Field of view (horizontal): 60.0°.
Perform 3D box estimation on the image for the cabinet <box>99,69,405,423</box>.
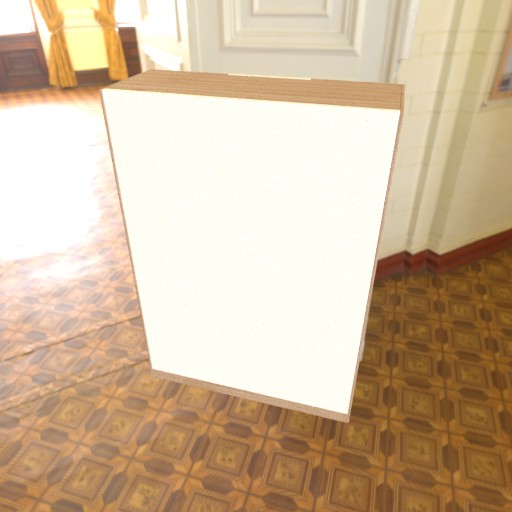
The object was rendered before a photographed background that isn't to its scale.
[{"bbox_3d":[0.000,0.000,2.899,1.500,2.120,0.590,9,34,14],"label":"cabinet"}]
